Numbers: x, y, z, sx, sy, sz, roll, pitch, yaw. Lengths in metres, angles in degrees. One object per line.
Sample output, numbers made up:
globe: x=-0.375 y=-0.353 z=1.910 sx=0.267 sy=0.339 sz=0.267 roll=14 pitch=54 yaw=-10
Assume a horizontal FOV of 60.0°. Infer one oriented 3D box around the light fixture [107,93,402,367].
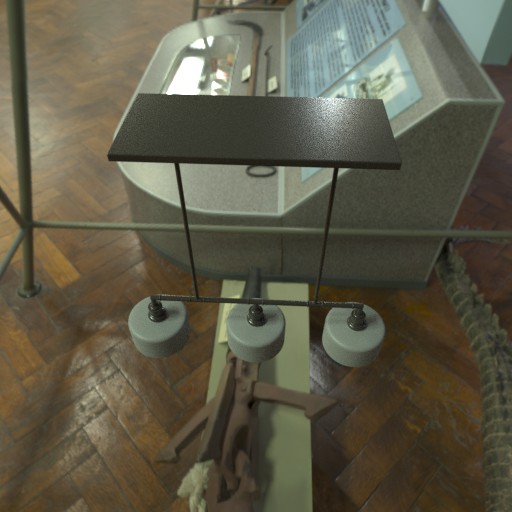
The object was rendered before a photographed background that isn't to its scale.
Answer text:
light fixture: x=0.000 y=0.000 z=0.850 sx=0.582 sy=0.557 sz=0.177 roll=2 pitch=46 yaw=2
